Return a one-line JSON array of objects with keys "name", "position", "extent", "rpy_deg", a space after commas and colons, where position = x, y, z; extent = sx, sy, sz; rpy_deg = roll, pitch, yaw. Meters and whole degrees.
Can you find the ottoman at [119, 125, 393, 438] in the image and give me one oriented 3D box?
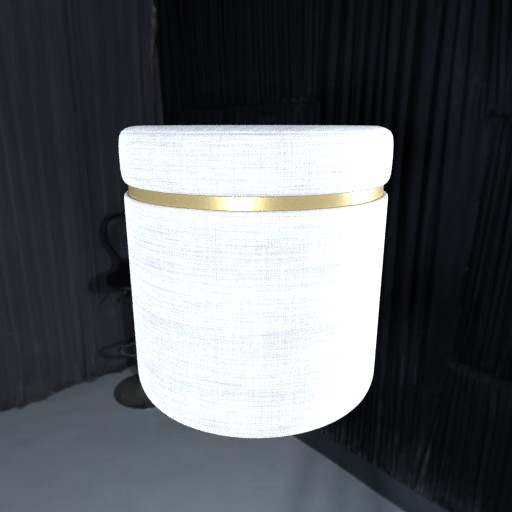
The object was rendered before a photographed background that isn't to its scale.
[{"name": "ottoman", "position": [0.000, 0.000, 0.721], "extent": [0.400, 0.406, 0.400], "rpy_deg": [0, 16, 0]}]
